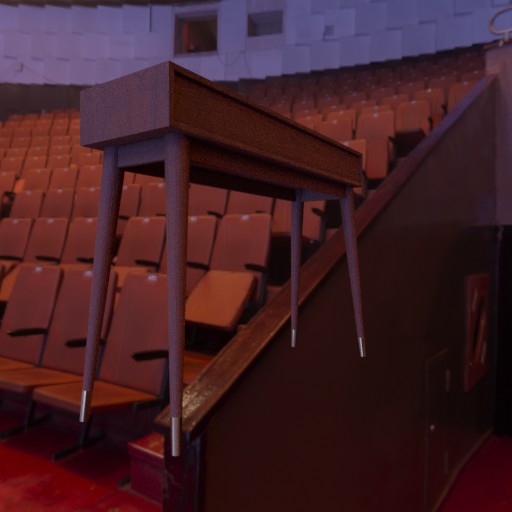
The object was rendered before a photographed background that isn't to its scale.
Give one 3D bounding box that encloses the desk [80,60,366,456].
[{"bbox_3d":[0.000,0.000,1.621,0.384,0.917,1.204,0,1,35],"label":"desk"}]
